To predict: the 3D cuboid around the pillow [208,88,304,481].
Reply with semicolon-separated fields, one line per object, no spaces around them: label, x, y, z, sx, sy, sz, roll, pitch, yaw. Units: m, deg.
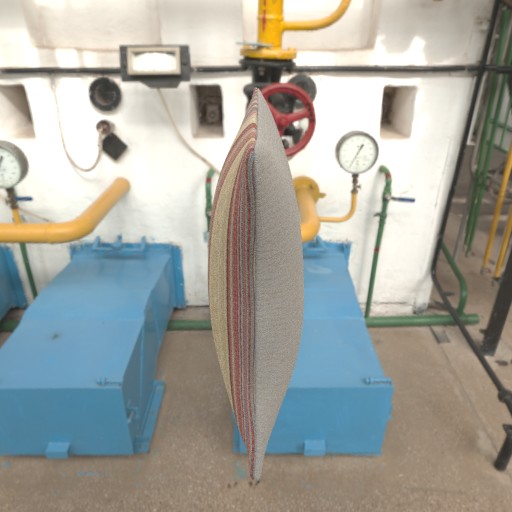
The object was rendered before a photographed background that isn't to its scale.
pillow;0.000;0.000;0.649;0.136;0.419;0.437;0;27;1
